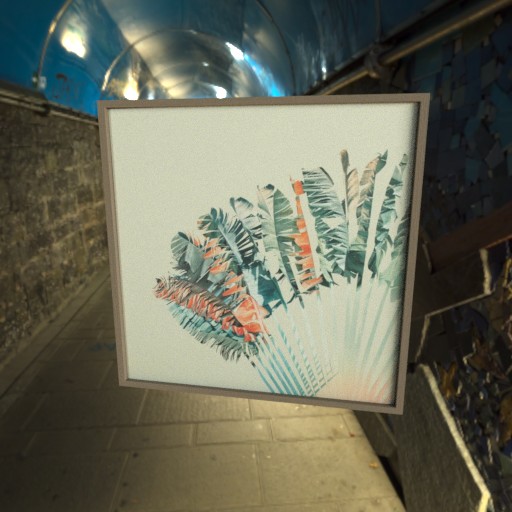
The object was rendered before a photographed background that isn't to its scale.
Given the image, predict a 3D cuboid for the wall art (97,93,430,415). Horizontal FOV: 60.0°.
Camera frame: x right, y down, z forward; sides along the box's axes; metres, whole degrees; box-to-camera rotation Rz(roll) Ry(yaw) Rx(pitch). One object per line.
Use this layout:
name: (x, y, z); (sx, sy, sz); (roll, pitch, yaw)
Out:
wall art: (0.000, 0.000, 0.452); (0.304, 0.303, 0.038); (2, 14, 10)
